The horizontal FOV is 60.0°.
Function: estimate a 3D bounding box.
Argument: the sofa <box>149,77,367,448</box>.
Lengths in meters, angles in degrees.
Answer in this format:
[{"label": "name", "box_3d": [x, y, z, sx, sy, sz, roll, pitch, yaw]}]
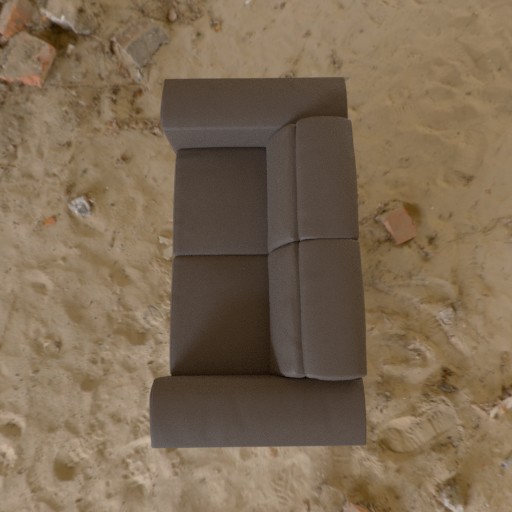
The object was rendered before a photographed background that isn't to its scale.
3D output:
[{"label": "sofa", "box_3d": [0.000, 0.000, 2.422, 1.003, 0.779, 1.895, -1, 78, 0]}]
